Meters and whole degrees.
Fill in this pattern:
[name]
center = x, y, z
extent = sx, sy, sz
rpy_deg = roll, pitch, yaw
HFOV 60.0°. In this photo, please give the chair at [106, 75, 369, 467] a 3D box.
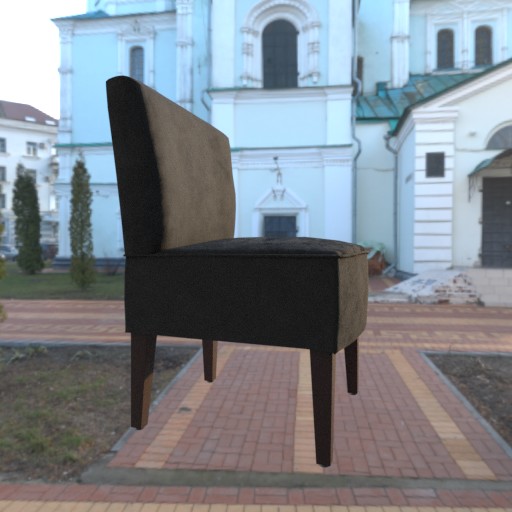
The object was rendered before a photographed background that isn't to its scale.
[chair]
center = 0.000, 0.000, 1.134
extent = 0.554, 0.806, 0.521
rpy_deg = 0, 1, 19
